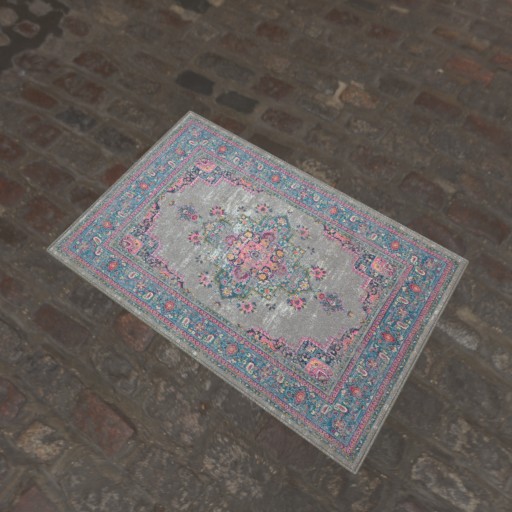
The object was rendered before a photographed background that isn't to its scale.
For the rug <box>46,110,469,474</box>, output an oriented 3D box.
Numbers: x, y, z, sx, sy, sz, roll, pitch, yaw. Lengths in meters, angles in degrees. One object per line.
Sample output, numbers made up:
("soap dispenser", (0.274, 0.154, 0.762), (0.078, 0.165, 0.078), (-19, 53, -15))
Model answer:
("rug", (0.000, 0.000, 2.178), (1.748, 0.014, 1.144), (32, 67, 15))
